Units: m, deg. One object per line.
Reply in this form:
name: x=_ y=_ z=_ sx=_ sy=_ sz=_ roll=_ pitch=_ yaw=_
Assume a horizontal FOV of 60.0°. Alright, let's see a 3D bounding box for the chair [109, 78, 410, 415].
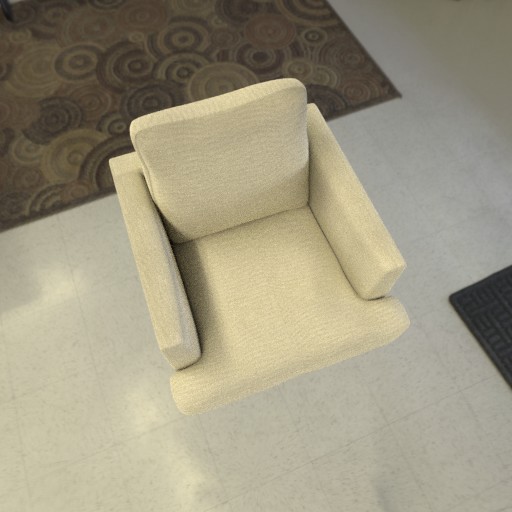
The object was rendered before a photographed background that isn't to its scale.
chair: x=0.000 y=0.000 z=1.660 sx=0.858 sy=0.957 sz=0.899 roll=-18 pitch=65 yaw=-9
